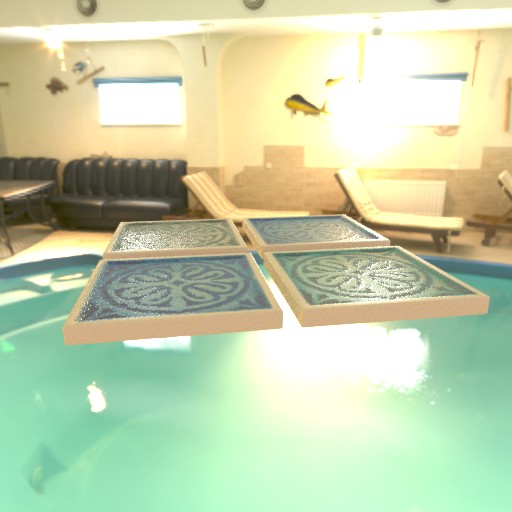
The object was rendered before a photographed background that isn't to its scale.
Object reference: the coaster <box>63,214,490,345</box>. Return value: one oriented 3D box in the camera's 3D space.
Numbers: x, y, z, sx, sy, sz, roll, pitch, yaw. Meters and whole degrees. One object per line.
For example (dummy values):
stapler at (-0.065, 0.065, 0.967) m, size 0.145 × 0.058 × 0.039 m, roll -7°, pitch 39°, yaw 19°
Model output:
coaster at (0.000, 0.000, 0.320) m, size 0.214 × 0.010 × 0.219 m, roll -3°, pitch 17°, yaw -9°
